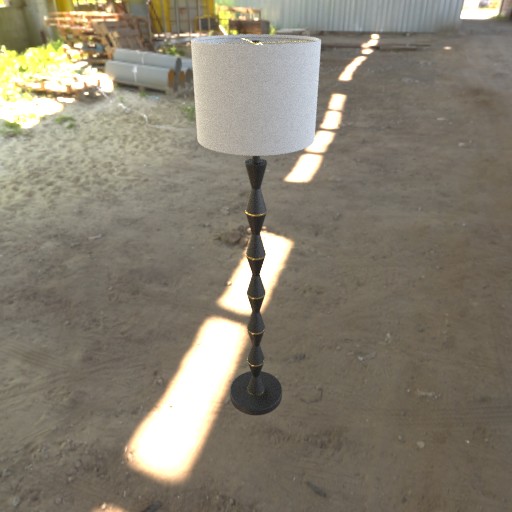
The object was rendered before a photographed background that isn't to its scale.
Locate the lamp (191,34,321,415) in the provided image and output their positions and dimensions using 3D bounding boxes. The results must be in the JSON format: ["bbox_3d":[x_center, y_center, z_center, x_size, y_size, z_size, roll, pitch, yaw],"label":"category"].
[{"bbox_3d":[0.000,0.000,1.678,0.381,1.480,0.381,-9,31,-15],"label":"lamp"}]
